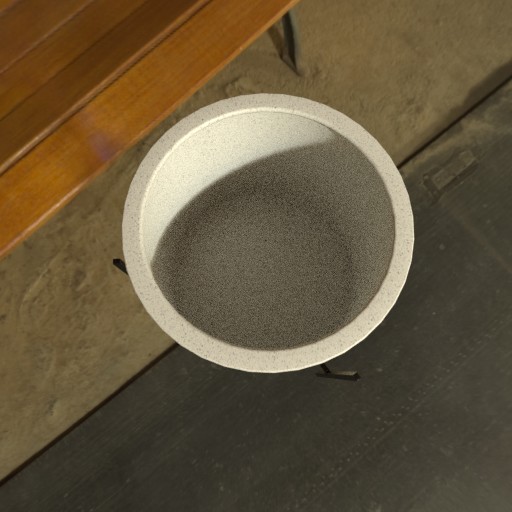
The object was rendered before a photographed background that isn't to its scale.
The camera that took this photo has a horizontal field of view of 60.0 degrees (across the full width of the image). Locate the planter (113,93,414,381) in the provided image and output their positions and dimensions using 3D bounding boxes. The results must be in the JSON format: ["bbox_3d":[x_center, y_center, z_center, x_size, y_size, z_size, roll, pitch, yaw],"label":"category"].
[{"bbox_3d":[0.000,0.000,0.534,0.263,0.362,0.267,13,76,3],"label":"planter"}]
